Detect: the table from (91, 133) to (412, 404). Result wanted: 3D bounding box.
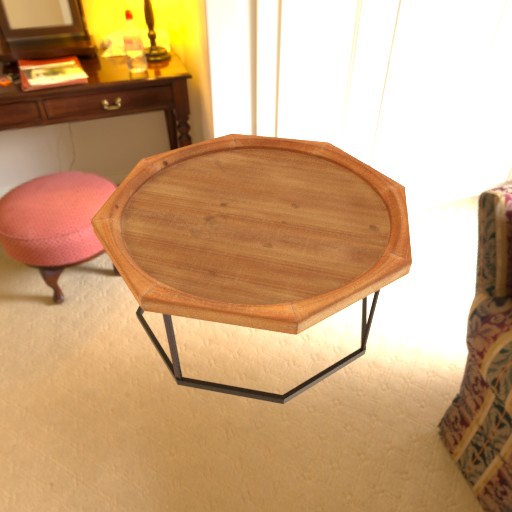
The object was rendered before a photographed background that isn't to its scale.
[{"bbox_3d":[0.000,0.000,1.530,1.002,0.444,1.002,0,41,0],"label":"table"}]
